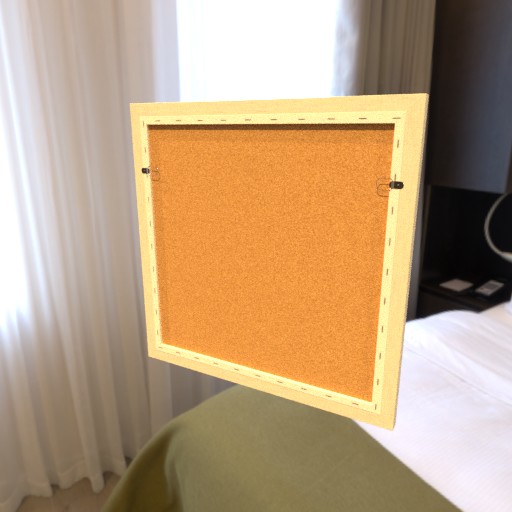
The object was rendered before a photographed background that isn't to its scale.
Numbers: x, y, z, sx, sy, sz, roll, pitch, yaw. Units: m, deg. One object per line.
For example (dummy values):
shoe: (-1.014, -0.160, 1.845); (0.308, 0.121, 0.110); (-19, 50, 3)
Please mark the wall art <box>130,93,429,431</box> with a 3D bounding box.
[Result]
wall art: (0.000, 0.000, 1.526); (1.016, 1.016, 0.045); (9, 18, 27)
